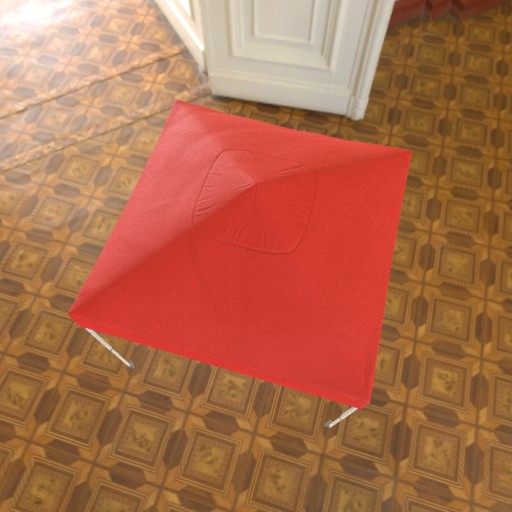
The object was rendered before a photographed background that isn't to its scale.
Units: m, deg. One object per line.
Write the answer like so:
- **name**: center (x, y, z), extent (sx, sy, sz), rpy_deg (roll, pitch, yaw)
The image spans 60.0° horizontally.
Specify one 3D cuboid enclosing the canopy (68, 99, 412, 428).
- **canopy**: center (0.000, 0.000, 5.436), extent (2.996, 2.997, 2.998), rpy_deg (15, 64, 7)
